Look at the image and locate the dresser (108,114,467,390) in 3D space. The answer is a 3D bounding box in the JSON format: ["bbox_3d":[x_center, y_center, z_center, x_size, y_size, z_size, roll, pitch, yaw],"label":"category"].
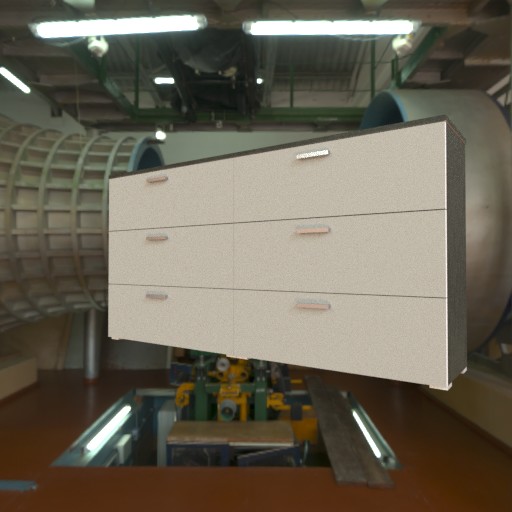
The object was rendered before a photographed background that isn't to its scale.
[{"bbox_3d":[0.000,0.000,1.823,1.535,0.790,0.333,-1,-1,35],"label":"dresser"}]
